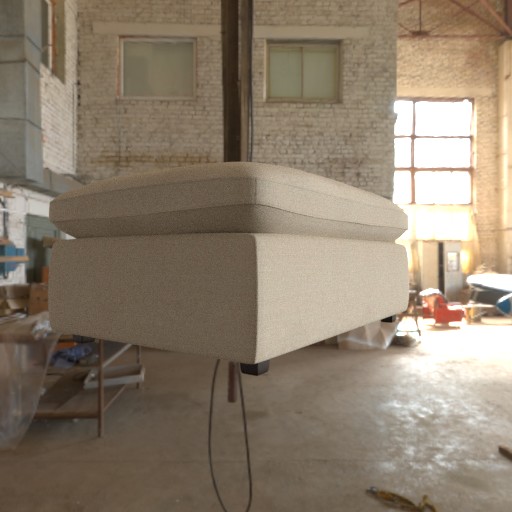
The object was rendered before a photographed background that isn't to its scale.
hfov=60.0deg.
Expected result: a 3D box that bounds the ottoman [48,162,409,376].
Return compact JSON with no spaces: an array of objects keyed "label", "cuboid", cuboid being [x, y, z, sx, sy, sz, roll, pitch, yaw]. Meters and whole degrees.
[{"label":"ottoman","cuboid":[0.000,0.000,1.345,0.686,0.453,0.984,0,0,34]}]
